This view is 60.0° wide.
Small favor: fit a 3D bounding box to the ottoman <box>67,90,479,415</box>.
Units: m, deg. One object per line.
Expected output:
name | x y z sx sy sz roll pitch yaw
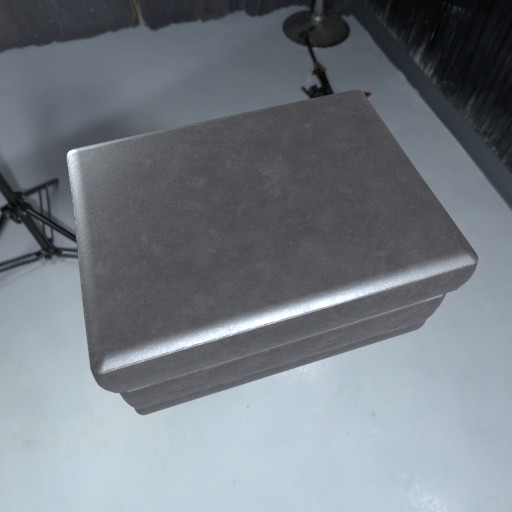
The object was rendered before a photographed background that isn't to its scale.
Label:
ottoman | 0.000 0.000 1.161 0.795 0.498 0.590 -15 58 -9
